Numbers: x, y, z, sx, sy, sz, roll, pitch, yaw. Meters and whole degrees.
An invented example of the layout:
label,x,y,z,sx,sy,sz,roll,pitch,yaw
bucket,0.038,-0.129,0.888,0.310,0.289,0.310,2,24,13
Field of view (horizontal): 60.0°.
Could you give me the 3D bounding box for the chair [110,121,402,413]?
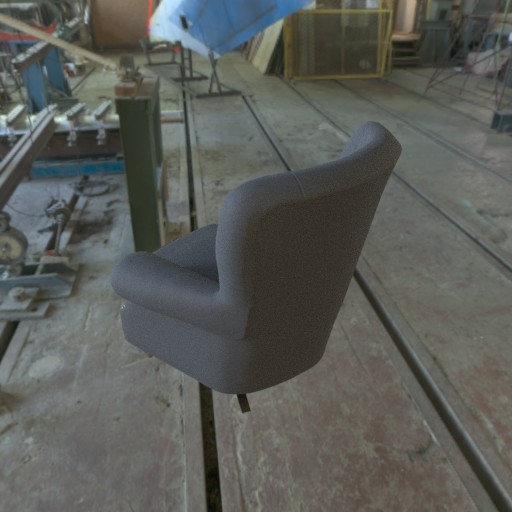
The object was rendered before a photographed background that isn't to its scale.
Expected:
label,x,y,z,sx,sy,sz,roll,pitch,yaw
chair,0.000,0.000,1.828,0.983,1.046,0.983,20,36,30
